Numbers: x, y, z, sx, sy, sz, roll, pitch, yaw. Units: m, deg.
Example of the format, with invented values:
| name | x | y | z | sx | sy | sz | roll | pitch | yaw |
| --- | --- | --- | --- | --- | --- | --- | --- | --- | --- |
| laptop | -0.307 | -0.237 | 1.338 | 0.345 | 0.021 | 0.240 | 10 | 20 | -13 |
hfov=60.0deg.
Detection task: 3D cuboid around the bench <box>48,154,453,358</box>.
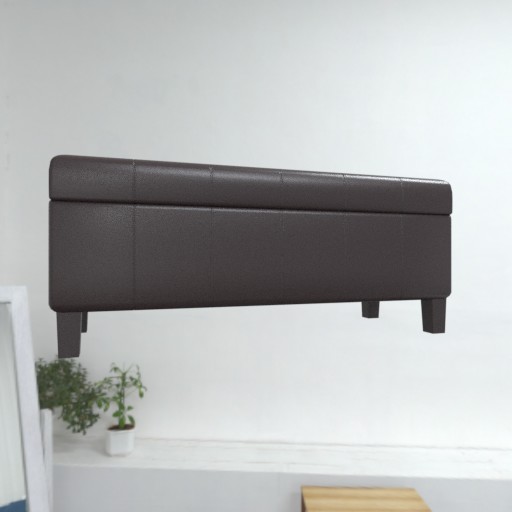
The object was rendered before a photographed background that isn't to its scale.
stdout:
| name | x | y | z | sx | sy | sz | roll | pitch | yaw |
| --- | --- | --- | --- | --- | --- | --- | --- | --- | --- |
| bench | 0.000 | 0.000 | 1.333 | 1.092 | 0.457 | 0.429 | 0 | 0 | -18 |
